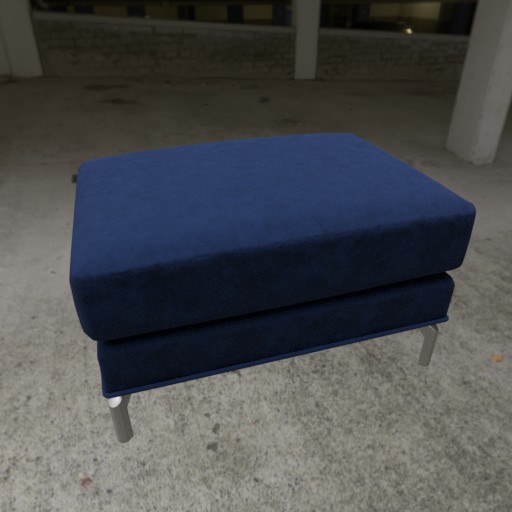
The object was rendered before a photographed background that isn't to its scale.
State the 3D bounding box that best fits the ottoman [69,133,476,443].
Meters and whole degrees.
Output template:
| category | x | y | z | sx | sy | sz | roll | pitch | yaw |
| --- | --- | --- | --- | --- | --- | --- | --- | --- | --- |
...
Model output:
| category | x | y | z | sx | sy | sz | roll | pitch | yaw |
| --- | --- | --- | --- | --- | --- | --- | --- | --- | --- |
| ottoman | 0.000 | 0.000 | 1.169 | 0.835 | 0.498 | 0.587 | -9 | 33 | -15 |
